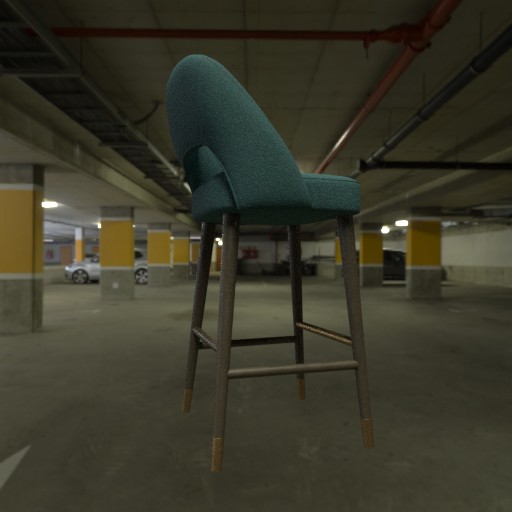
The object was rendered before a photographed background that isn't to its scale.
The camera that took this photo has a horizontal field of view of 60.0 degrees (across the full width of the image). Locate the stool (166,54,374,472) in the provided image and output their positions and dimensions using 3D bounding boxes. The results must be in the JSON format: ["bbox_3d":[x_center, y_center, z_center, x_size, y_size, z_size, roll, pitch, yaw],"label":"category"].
[{"bbox_3d":[0.000,0.000,1.325,0.522,1.032,0.536,0,0,-18],"label":"stool"}]
